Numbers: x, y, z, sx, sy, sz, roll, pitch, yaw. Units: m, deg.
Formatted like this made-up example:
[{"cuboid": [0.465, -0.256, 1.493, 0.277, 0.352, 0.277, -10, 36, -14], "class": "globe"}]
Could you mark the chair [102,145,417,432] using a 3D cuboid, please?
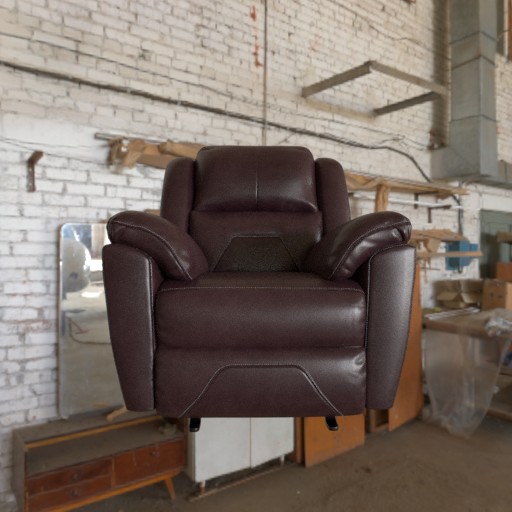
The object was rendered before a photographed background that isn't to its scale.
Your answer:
[{"cuboid": [0.000, 0.000, 1.830, 0.990, 1.093, 1.041, 0, 1, -1], "class": "chair"}]
